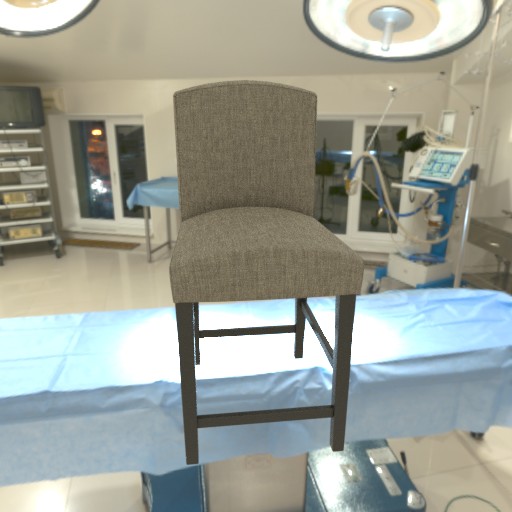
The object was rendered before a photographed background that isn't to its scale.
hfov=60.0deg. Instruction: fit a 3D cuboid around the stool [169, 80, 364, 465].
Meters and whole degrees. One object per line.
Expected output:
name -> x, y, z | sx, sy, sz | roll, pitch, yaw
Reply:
stool -> 0.000, 0.000, 1.263 | 0.451, 0.966, 0.552 | -2, 18, -7
